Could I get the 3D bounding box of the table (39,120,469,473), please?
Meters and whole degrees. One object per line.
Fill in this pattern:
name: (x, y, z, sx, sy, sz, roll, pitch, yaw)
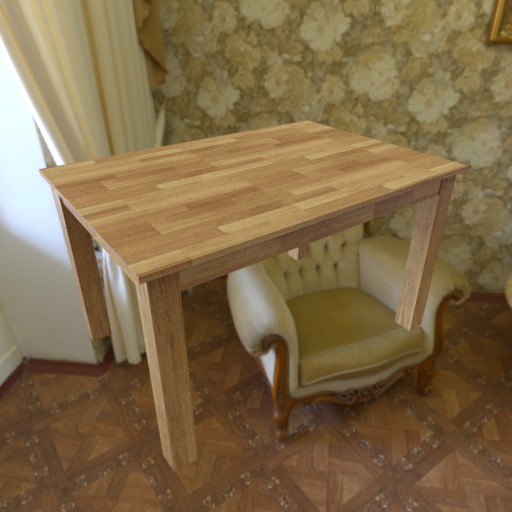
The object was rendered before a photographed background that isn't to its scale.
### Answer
table: (0.000, 0.000, 1.815, 1.300, 0.750, 0.900, -20, 35, -31)
